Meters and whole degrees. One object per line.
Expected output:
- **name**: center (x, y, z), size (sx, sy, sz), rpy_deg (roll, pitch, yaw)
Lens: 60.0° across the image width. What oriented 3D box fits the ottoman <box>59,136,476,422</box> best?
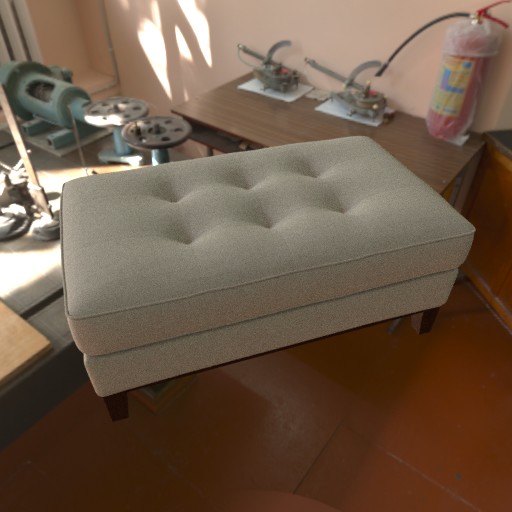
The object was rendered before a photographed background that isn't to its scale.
- **ottoman**: center (0.000, 0.000, 1.478), size (1.143, 0.508, 0.648), rpy_deg (-12, 42, -14)
